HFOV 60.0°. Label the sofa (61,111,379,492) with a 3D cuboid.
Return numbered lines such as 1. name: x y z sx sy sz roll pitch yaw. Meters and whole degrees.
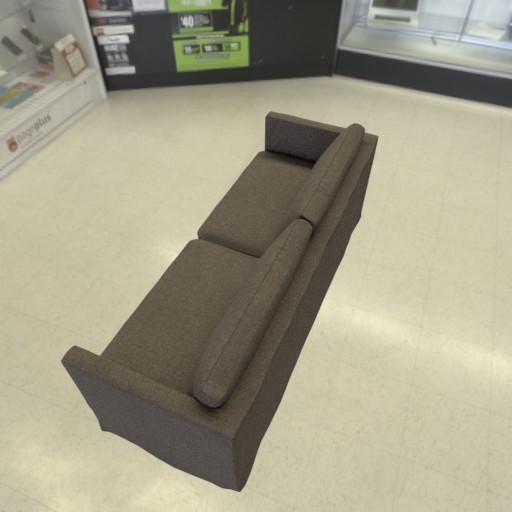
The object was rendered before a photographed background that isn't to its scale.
1. sofa: 0.000 0.000 3.219 1.036 0.998 2.779 18 50 16
